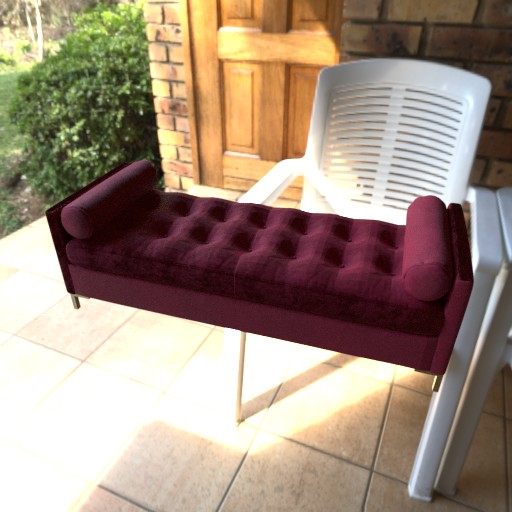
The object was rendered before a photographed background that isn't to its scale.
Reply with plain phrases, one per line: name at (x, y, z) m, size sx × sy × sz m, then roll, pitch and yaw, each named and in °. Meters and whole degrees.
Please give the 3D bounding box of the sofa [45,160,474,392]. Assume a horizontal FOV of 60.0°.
sofa at (0.000, 0.000, 2.492) m, size 2.102 × 0.705 × 0.796 m, roll 10°, pitch 33°, yaw 15°
